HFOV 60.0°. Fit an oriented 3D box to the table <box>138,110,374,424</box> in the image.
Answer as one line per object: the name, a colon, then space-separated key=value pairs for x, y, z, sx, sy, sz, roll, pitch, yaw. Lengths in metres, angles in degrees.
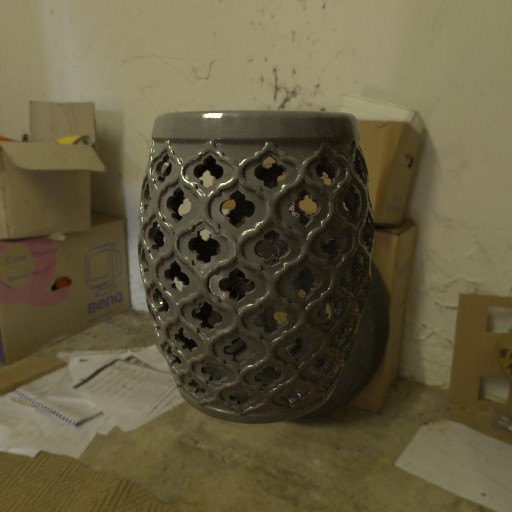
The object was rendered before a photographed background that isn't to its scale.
table: x=0.000 y=0.000 z=0.637 sx=0.325 sy=0.388 sz=0.325 roll=0 pitch=16 yaw=0
